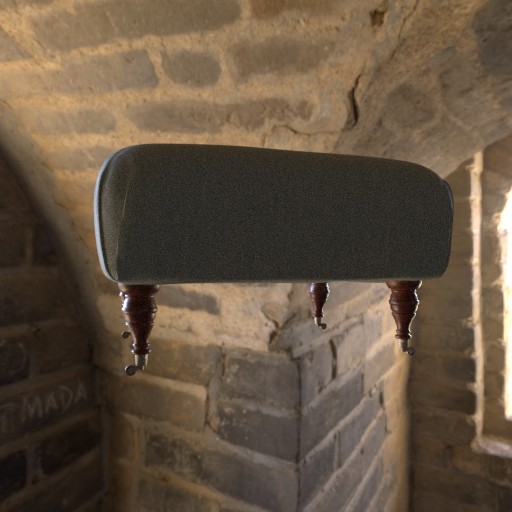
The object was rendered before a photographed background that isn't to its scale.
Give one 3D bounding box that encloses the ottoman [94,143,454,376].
[{"bbox_3d":[0.000,0.000,1.105,0.747,0.450,0.622,0,-1,-18],"label":"ottoman"}]
